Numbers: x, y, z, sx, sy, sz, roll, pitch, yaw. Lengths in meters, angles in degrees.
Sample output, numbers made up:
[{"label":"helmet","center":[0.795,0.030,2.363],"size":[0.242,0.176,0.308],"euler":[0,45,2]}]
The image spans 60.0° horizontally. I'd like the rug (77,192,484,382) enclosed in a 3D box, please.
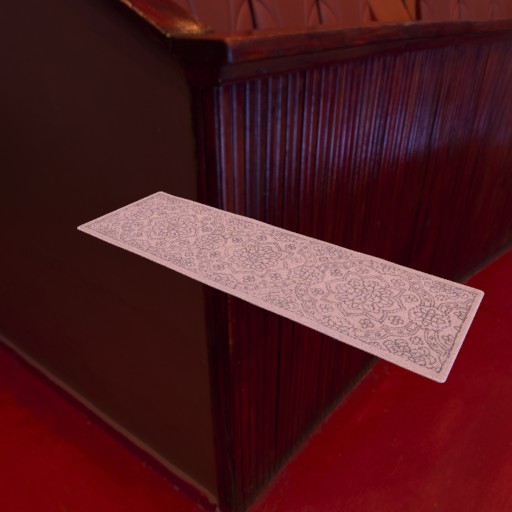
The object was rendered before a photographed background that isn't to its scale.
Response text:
[{"label":"rug","center":[0.000,0.000,2.688],"size":[2.431,0.006,0.806],"euler":[20,36,30]}]
